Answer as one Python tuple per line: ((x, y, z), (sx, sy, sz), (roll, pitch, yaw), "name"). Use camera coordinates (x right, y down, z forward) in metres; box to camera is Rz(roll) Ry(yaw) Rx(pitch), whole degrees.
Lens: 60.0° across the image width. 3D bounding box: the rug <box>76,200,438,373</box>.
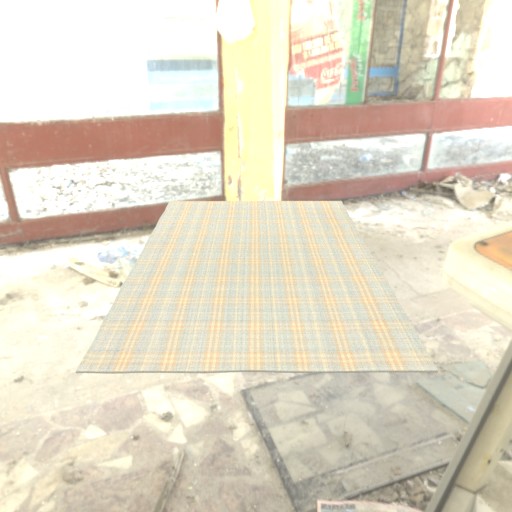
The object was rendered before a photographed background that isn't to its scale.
((0.000, 0.000, 2.317), (1.231, 0.012, 1.835), (0, 25, 0), "rug")
